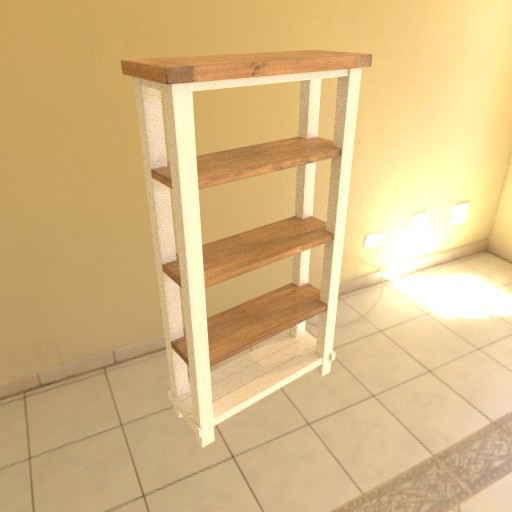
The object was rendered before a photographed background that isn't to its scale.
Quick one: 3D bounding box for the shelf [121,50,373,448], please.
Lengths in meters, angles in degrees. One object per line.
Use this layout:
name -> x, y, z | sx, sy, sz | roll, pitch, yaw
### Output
shelf -> 0.000, 0.000, 2.286 | 1.022, 1.878, 0.381 | -20, 34, -32
